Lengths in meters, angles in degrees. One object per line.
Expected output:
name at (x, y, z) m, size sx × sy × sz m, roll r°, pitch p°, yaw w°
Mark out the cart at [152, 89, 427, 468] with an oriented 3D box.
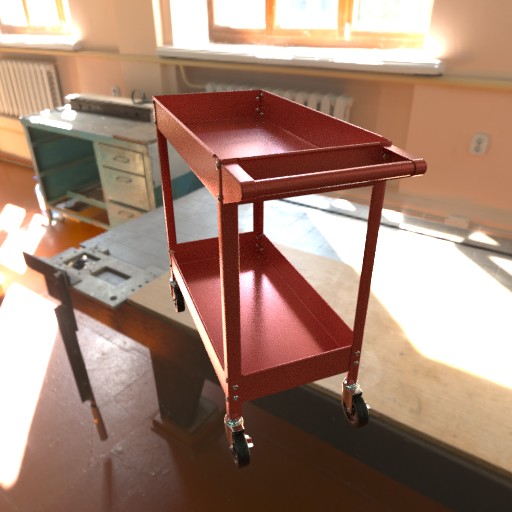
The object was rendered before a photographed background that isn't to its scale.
cart at (0.000, 0.000, 1.178) m, size 0.366 × 0.719 × 0.779 m, roll -10°, pitch 31°, yaw -18°
